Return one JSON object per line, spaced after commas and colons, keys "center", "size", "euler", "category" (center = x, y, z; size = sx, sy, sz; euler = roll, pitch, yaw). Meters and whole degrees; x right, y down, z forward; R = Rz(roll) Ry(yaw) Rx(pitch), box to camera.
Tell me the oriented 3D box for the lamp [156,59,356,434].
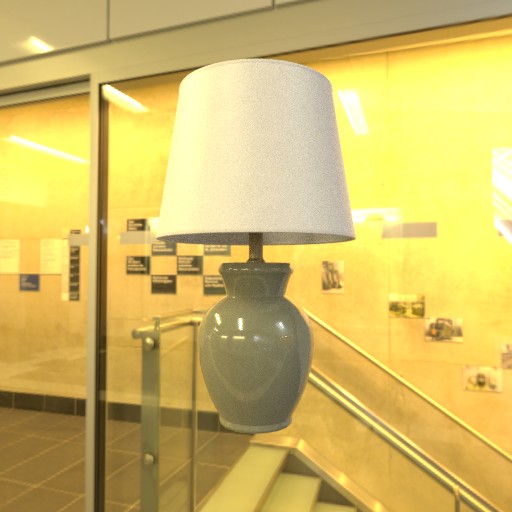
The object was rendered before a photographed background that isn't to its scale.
{"center": [0.000, 0.000, 0.542], "size": [0.239, 0.399, 0.239], "euler": [0, -2, 0], "category": "lamp"}
